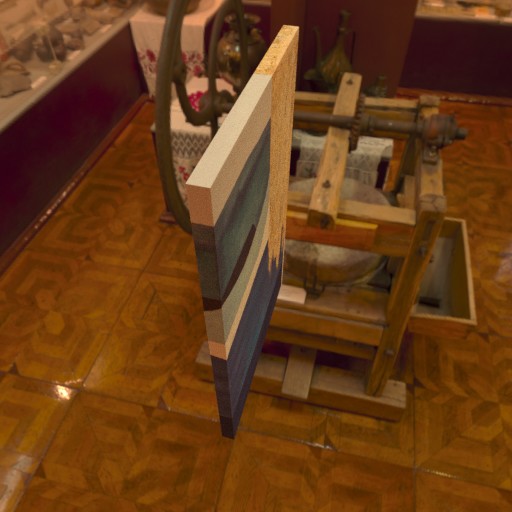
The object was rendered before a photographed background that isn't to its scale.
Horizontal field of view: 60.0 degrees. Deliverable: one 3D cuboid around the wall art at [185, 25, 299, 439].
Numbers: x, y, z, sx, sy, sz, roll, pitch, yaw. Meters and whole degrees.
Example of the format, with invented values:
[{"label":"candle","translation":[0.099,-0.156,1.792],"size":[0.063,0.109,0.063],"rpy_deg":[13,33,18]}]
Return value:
[{"label":"wall art","translation":[0.000,0.000,1.145],"size":[0.039,0.911,0.607],"rpy_deg":[11,48,10]}]
